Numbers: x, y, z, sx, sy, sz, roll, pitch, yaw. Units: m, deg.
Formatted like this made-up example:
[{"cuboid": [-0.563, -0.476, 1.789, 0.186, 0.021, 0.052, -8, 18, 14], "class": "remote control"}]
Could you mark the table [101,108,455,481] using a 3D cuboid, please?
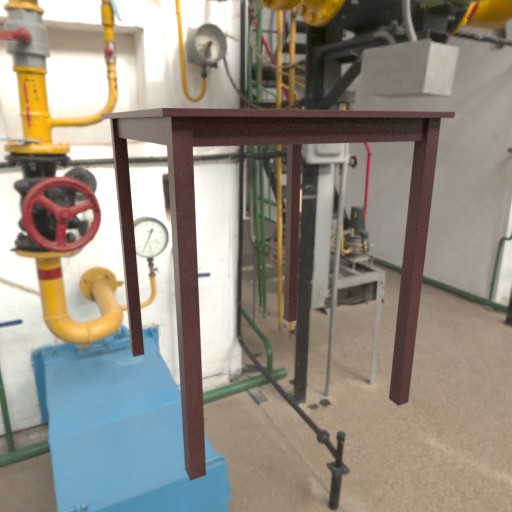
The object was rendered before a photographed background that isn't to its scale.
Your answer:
[{"cuboid": [0.000, 0.000, 1.613, 0.861, 0.991, 0.861, -8, 19, -25], "class": "table"}]
